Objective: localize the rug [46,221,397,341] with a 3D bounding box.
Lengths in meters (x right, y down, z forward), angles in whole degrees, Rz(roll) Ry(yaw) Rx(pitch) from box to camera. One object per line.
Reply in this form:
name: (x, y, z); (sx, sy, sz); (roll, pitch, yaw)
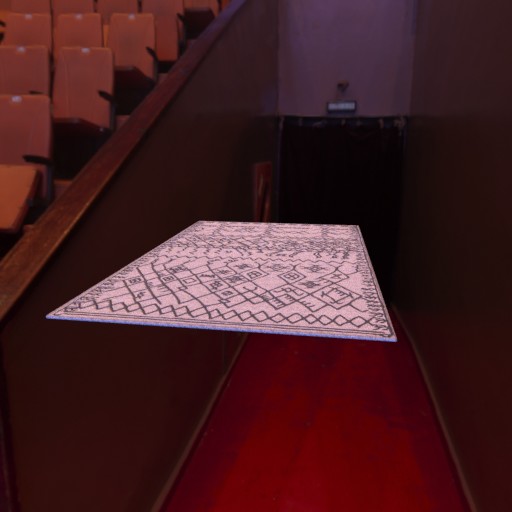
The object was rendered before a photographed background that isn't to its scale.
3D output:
rug: (0.000, 0.000, 3.042); (1.526, 0.012, 2.444); (2, 15, 9)
